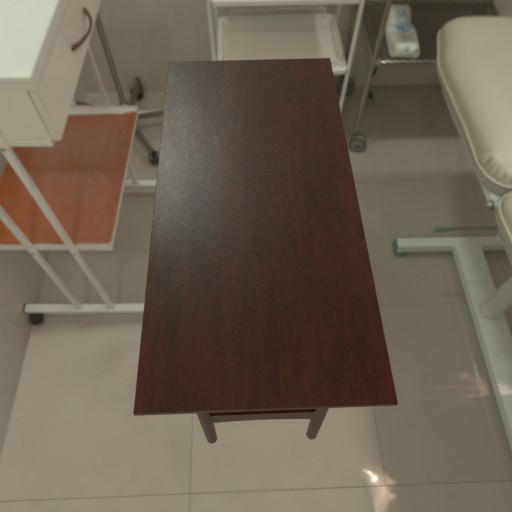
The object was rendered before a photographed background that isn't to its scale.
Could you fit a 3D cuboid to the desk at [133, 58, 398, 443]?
[{"bbox_3d":[0.000,0.000,1.674,0.612,0.758,1.277,-2,59,-1],"label":"desk"}]
